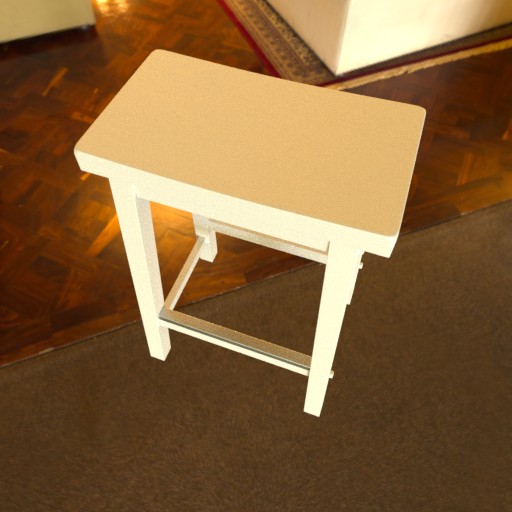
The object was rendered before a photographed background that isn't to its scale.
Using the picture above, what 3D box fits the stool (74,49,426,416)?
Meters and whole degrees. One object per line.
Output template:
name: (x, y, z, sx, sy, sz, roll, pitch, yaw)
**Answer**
stool: (0.000, 0.000, 0.826, 0.406, 0.610, 0.322, 17, 59, 11)
